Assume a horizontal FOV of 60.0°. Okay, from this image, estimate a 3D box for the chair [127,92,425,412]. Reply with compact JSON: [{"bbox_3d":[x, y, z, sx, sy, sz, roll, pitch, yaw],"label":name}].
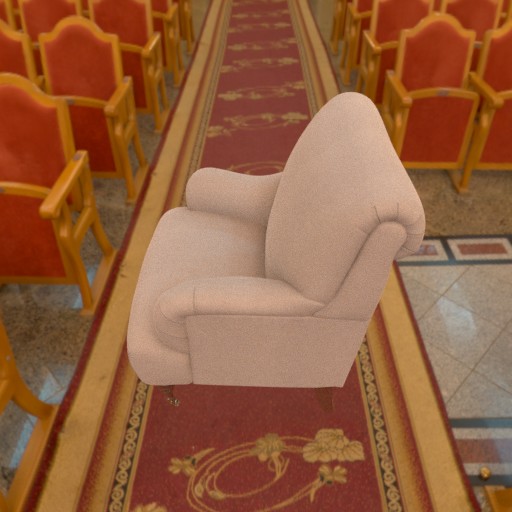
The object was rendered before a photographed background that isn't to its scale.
[{"bbox_3d":[0.000,0.000,1.573,0.842,0.942,0.766,1,40,1],"label":"chair"}]
